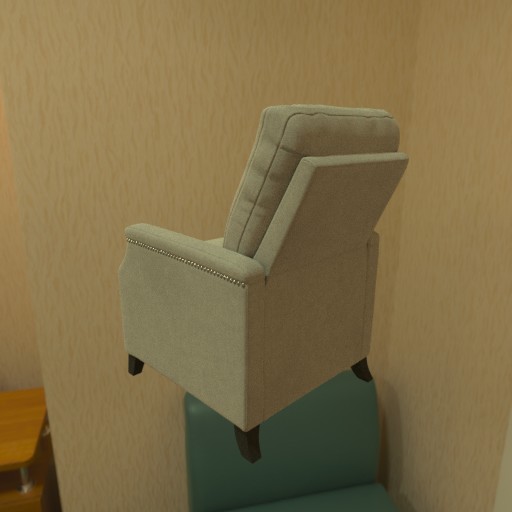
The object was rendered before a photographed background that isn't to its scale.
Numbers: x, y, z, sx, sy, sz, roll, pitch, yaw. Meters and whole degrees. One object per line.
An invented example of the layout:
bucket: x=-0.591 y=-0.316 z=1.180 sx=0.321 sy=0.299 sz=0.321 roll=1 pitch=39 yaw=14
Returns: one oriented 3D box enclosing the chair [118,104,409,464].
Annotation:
chair: x=0.000 y=0.000 z=1.666 sx=0.710 sy=1.049 sz=0.922 roll=-15 pitch=21 yaw=-43
